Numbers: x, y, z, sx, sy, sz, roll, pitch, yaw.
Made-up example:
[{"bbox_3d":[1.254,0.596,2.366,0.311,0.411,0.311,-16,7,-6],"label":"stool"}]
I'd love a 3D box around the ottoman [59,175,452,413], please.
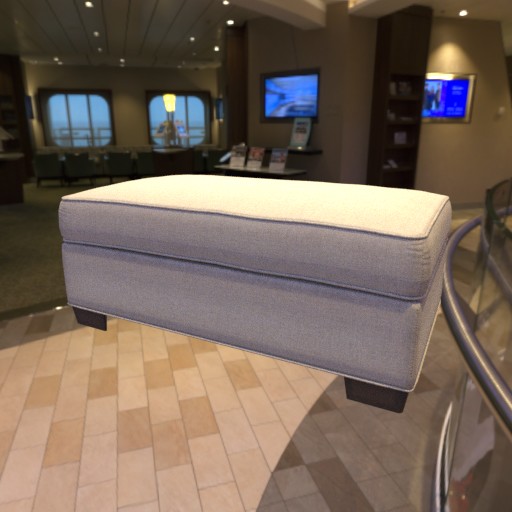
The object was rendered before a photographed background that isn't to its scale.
[{"bbox_3d":[0.000,0.000,1.428,1.097,0.461,0.617,9,19,26],"label":"ottoman"}]
